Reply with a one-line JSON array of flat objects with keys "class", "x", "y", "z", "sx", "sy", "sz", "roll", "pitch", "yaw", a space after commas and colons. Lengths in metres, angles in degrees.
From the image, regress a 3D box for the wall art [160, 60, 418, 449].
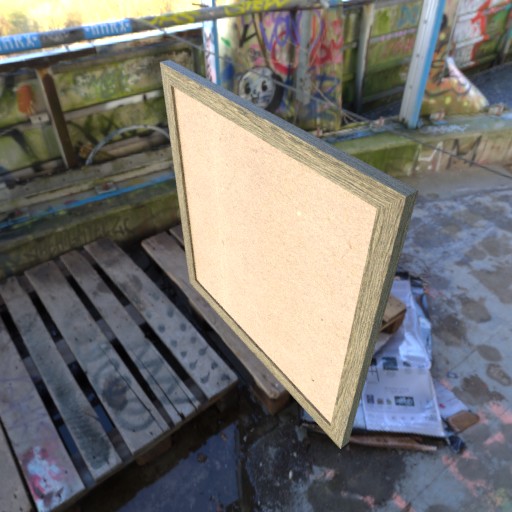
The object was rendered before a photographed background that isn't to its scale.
[{"class": "wall art", "x": 0.000, "y": 0.000, "z": 0.750, "sx": 0.019, "sy": 0.508, "sz": 0.508, "roll": -26, "pitch": 47, "yaw": -27}]
